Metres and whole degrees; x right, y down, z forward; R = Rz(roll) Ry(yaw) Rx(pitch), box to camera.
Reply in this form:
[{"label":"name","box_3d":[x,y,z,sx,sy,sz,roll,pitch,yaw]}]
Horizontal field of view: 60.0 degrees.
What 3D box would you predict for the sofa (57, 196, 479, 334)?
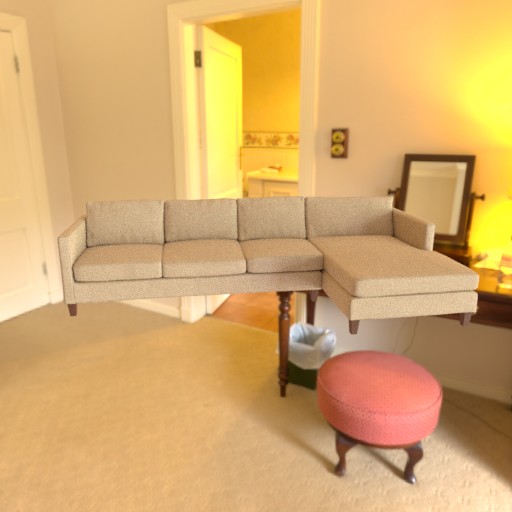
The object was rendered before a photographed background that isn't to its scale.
[{"label":"sofa","box_3d":[0.000,0.000,3.843,3.186,0.846,1.625,-3,16,-9]}]
